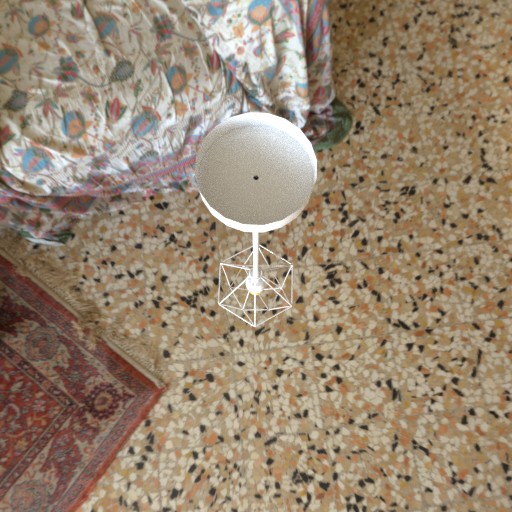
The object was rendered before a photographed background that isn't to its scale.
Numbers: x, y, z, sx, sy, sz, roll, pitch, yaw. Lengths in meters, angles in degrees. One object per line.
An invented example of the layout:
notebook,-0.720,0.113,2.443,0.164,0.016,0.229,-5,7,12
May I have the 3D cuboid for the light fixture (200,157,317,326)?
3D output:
light fixture,0.000,0.000,1.919,0.431,1.764,0.487,2,76,0
